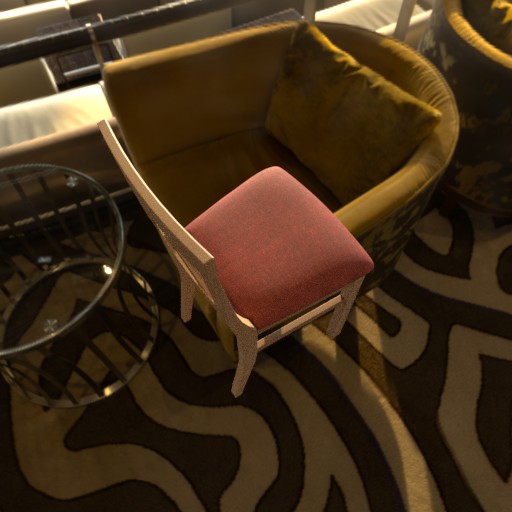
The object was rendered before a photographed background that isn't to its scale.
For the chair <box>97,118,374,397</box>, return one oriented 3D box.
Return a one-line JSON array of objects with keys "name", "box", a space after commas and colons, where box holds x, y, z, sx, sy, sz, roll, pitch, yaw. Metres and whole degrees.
[{"name": "chair", "box": [0.000, 0.000, 1.196, 0.492, 0.912, 0.439, -32, 64, -17]}]
